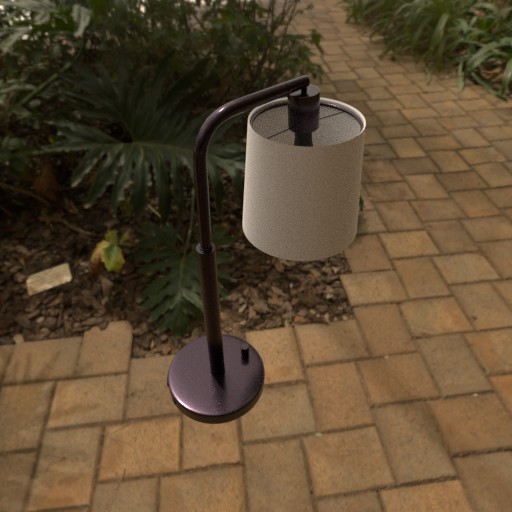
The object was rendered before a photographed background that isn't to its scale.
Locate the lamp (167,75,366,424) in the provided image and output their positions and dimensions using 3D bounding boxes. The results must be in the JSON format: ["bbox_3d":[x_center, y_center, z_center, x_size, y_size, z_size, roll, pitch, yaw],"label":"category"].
[{"bbox_3d":[0.000,0.000,0.649,0.333,0.489,0.171,-25,47,-26],"label":"lamp"}]
